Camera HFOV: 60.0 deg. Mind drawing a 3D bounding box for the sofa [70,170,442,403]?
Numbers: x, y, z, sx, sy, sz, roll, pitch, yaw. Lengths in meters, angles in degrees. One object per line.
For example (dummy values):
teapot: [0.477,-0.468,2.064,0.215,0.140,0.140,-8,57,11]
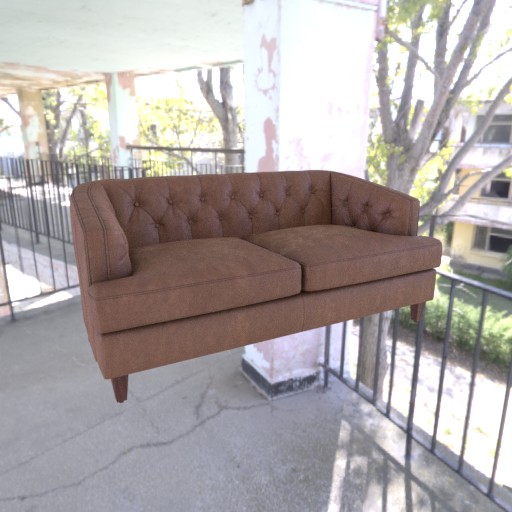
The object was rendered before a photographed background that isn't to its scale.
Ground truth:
sofa: [0.000,0.000,2.306,1.755,0.786,0.914,-8,17,-27]
